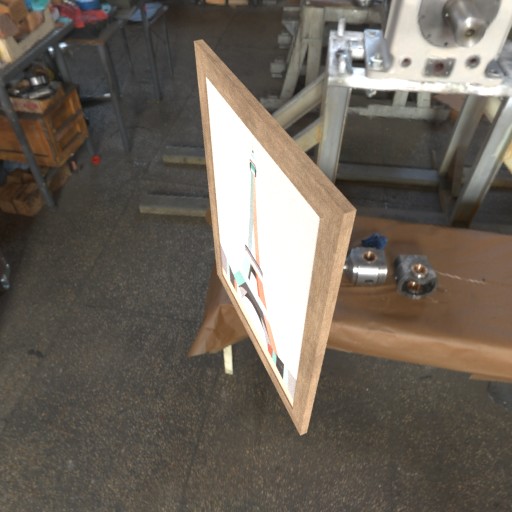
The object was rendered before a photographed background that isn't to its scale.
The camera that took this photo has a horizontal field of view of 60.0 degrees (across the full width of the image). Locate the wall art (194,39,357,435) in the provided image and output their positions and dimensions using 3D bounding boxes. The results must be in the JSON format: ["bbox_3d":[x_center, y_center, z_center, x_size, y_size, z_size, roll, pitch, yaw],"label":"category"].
[{"bbox_3d":[0.000,0.000,0.933,0.018,0.686,0.534,-18,50,-16],"label":"wall art"}]
